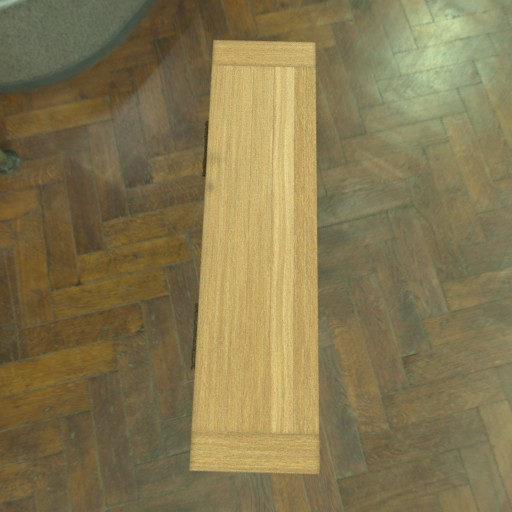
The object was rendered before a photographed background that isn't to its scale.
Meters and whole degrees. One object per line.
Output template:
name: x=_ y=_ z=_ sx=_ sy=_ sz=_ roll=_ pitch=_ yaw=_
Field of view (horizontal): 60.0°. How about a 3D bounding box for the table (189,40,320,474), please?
table: x=0.000 y=0.000 z=1.959 sx=0.442 sy=0.762 sz=1.599 roll=1 pitch=76 yaw=0
